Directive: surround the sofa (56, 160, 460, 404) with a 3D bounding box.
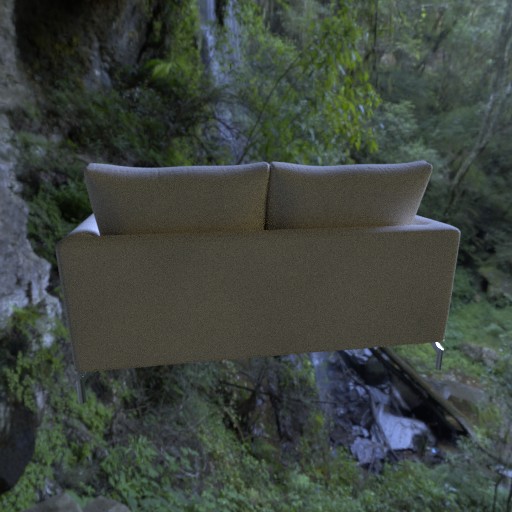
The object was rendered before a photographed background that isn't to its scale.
[{"bbox_3d":[0.000,0.000,2.328,1.739,0.995,0.906,-3,15,-10],"label":"sofa"}]
